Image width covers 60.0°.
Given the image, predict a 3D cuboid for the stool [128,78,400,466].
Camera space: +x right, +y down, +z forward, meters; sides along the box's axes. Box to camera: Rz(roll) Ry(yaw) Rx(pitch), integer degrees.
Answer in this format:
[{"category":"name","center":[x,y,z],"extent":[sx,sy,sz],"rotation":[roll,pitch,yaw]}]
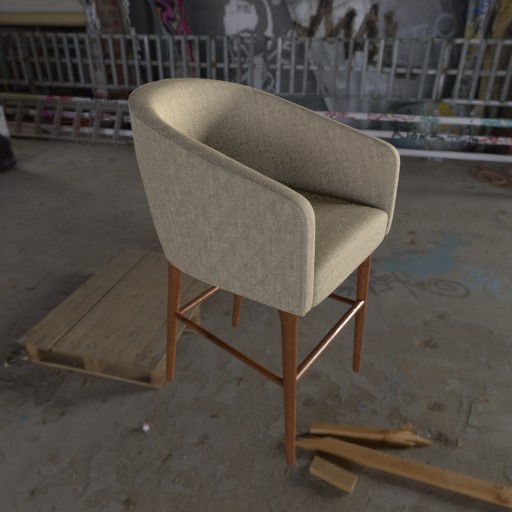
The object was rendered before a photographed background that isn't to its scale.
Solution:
[{"category":"stool","center":[0.000,0.000,1.330],"extent":[0.635,0.952,0.559],"rotation":[18,33,30]}]
